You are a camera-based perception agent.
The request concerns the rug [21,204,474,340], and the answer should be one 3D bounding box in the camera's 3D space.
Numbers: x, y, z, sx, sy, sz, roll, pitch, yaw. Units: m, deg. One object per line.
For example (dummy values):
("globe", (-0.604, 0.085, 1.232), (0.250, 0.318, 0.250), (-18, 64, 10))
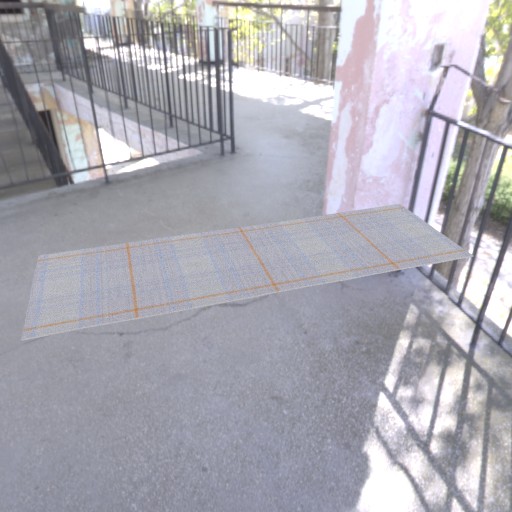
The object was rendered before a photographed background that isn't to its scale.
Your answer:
("rug", (0.000, 0.000, 2.606), (2.442, 0.016, 0.770), (-9, 32, -15))
